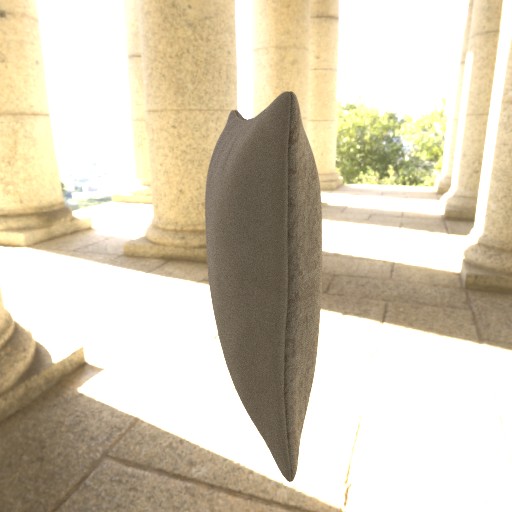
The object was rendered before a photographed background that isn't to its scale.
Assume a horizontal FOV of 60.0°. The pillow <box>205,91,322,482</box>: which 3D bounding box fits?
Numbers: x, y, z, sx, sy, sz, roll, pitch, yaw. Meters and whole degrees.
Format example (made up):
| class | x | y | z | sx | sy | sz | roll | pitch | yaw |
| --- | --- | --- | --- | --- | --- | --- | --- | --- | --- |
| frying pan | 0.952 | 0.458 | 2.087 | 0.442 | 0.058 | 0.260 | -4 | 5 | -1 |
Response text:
| class | x | y | z | sx | sy | sz | roll | pitch | yaw |
| --- | --- | --- | --- | --- | --- | --- | --- | --- | --- |
| pillow | 0.000 | 0.000 | 0.782 | 0.166 | 0.510 | 0.523 | -3 | 16 | -9 |
